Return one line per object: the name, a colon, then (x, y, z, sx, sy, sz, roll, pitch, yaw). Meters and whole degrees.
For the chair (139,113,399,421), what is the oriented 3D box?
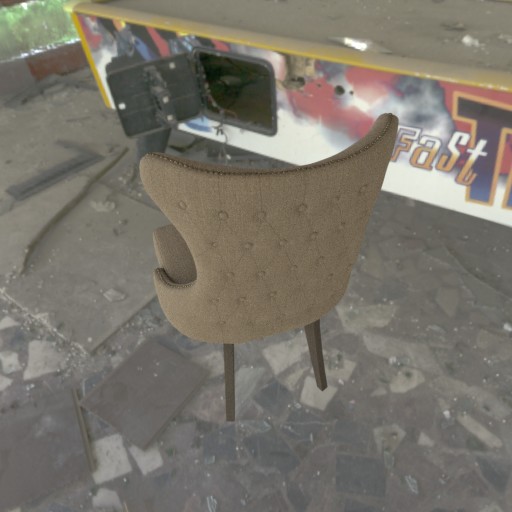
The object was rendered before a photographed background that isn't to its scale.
chair: (0.000, 0.000, 1.373, 0.628, 0.967, 0.635, -14, 42, -15)
